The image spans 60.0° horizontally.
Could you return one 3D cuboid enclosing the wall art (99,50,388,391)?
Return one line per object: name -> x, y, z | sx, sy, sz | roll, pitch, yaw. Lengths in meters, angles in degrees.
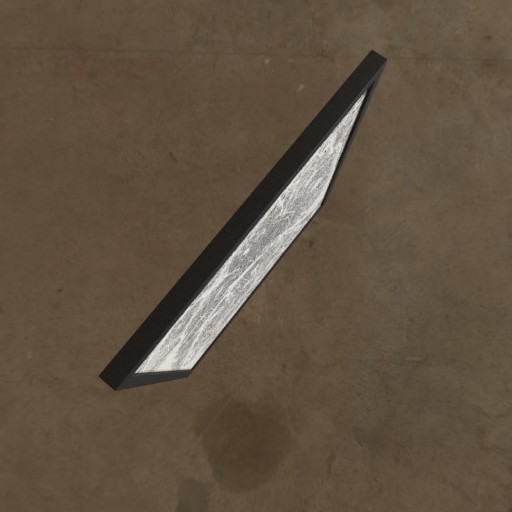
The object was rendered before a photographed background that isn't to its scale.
wall art -> 0.000, 0.000, 1.138 | 0.037, 0.763, 0.763 | 37, 79, 8
